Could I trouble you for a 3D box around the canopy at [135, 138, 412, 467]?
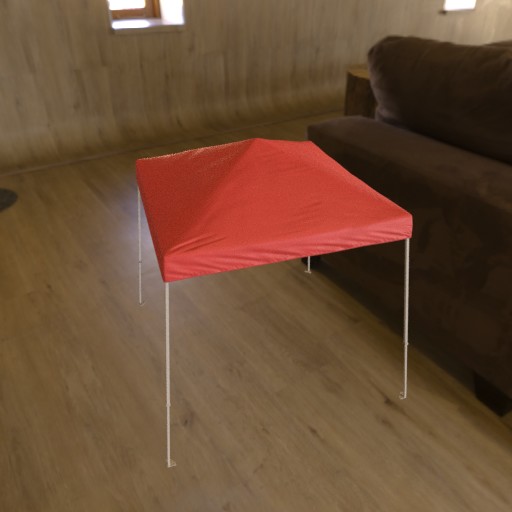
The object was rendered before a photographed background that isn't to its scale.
[{"bbox_3d":[0.000,0.000,6.689,3.600,3.600,3.599,-10,34,-15],"label":"canopy"}]
